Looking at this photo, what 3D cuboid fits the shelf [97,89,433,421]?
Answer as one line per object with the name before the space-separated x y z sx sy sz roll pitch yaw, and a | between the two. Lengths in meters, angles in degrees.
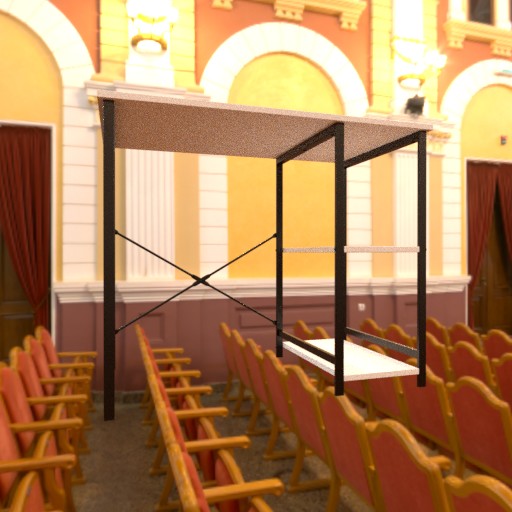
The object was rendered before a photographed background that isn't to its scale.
shelf | 0.000 0.000 1.366 0.902 0.750 0.498 0 0 -17
